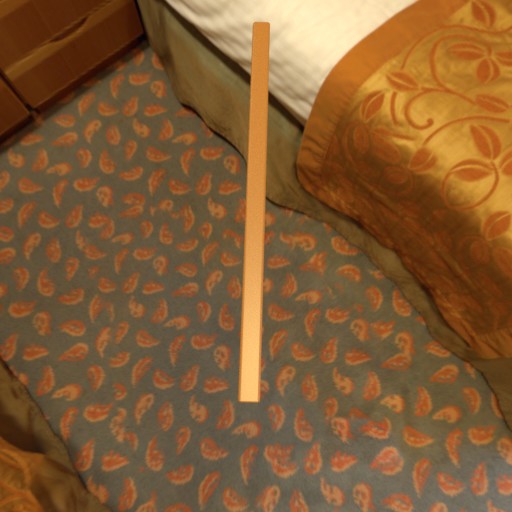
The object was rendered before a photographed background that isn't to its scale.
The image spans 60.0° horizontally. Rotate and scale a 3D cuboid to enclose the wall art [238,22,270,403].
[{"bbox_3d":[0.000,0.000,0.519,0.015,0.379,0.310,2,74,0],"label":"wall art"}]
